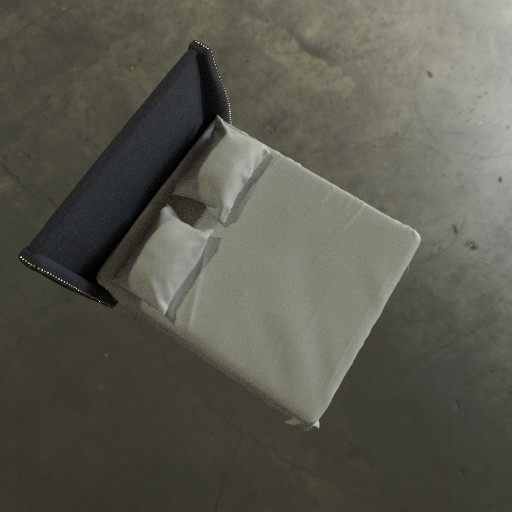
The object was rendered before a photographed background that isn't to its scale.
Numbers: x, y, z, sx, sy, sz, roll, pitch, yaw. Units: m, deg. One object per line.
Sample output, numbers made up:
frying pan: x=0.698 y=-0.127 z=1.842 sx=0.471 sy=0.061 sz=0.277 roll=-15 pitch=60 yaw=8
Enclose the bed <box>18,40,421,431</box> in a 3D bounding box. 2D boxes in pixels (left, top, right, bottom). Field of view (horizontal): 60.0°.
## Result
bed: x=0.000 y=0.000 z=3.366 sx=2.276 sy=1.332 sz=1.925 roll=32 pitch=77 yaw=8
